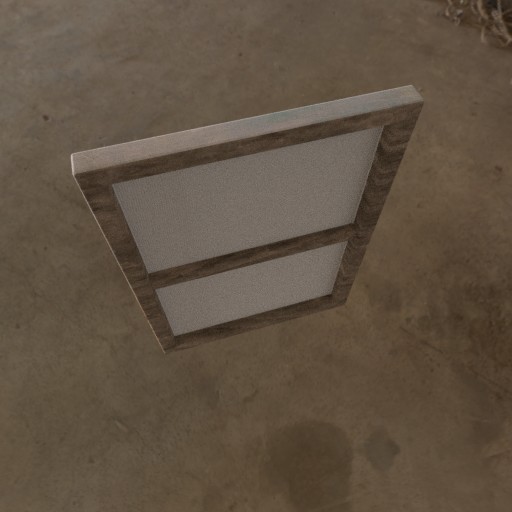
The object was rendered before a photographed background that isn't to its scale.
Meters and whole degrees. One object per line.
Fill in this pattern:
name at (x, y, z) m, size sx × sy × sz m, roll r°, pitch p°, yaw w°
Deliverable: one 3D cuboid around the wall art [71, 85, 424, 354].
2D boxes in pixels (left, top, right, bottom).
wall art at (0.000, 0.000, 0.799) m, size 0.443 × 0.605 × 0.035 m, roll -14°, pitch 59°, yaw -9°
